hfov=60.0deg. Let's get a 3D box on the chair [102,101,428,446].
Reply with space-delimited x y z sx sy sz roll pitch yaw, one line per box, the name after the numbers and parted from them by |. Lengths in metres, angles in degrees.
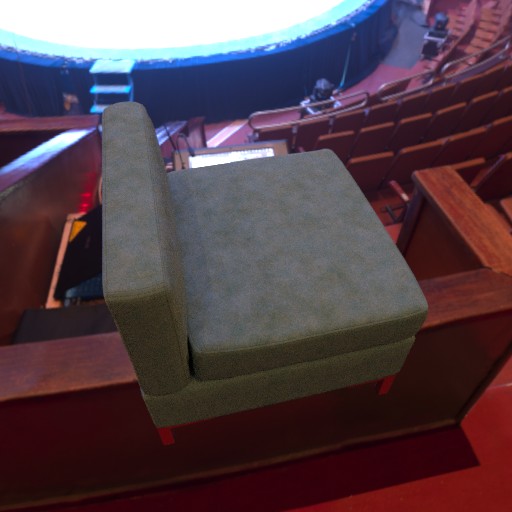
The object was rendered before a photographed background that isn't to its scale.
0.000 0.000 1.215 0.685 0.660 0.684 -10 48 -9 | chair
